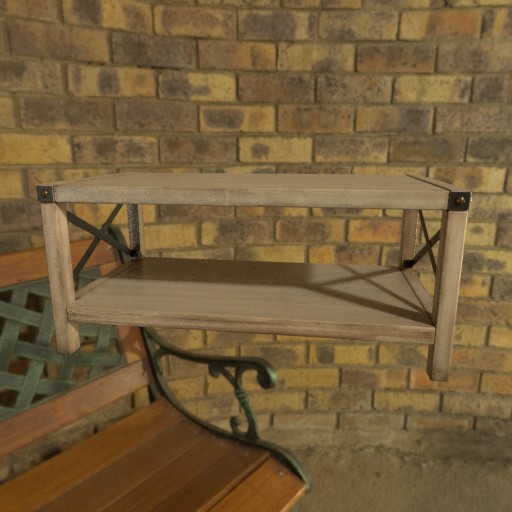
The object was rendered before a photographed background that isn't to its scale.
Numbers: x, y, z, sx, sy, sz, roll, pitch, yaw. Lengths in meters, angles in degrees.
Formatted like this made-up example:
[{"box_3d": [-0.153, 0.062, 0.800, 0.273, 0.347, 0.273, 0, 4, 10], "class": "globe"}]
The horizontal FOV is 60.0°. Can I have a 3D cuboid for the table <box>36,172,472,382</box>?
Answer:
[{"box_3d": [0.000, 0.000, 1.321, 1.016, 0.456, 0.559, 2, 14, 8], "class": "table"}]
